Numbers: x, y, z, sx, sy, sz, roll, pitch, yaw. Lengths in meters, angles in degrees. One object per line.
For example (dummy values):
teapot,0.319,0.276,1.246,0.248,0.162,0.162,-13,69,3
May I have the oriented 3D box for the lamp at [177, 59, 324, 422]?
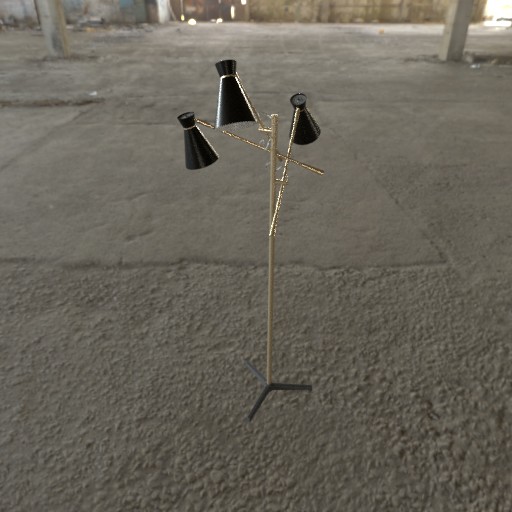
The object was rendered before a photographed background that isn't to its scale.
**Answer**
lamp,0.000,0.000,2.146,0.653,1.804,0.750,-1,30,-2
